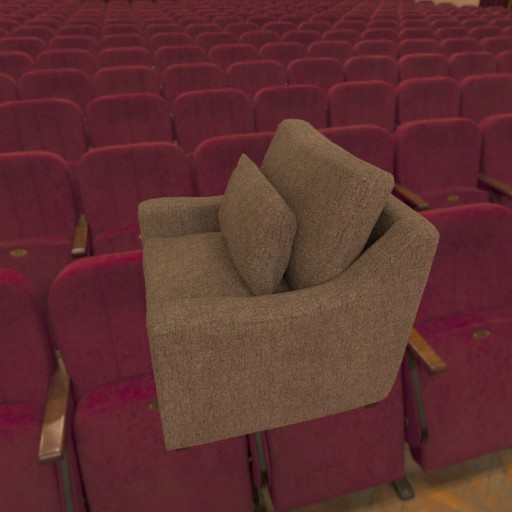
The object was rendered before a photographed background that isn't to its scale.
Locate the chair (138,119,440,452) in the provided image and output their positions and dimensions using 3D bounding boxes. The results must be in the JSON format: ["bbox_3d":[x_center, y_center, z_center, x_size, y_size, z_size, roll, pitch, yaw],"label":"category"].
[{"bbox_3d":[0.000,0.000,1.995,1.009,1.037,1.138,-8,31,-13],"label":"chair"}]
